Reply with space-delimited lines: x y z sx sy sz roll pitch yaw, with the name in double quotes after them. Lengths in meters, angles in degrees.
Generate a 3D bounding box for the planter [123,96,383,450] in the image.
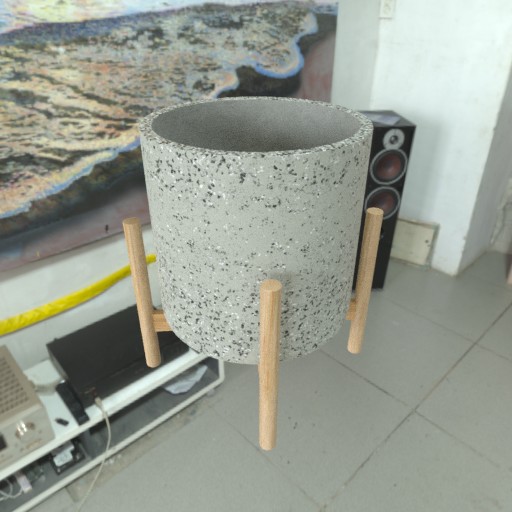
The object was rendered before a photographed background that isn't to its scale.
0.000 0.000 0.693 0.360 0.419 0.360 9 32 15 "planter"
